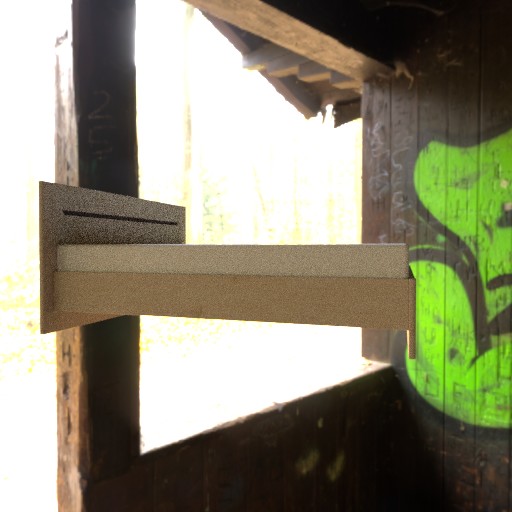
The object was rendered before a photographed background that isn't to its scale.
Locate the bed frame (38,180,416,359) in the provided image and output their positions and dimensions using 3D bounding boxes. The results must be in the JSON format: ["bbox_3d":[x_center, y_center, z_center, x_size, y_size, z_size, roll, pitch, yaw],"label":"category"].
[{"bbox_3d":[0.000,0.000,3.122,2.080,0.900,1.800,0,1,18],"label":"bed frame"}]
